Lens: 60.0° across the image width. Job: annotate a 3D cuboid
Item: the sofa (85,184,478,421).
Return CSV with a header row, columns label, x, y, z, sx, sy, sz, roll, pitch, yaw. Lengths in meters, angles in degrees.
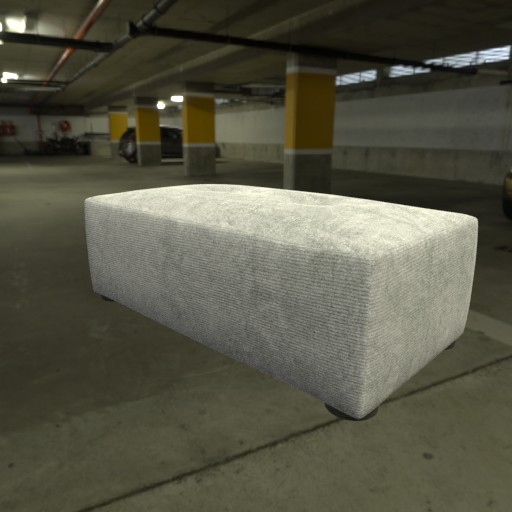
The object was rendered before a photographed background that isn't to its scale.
label,x,y,z,sx,sy,sz,roll,pitch,yaw
sofa,0.000,0.000,1.140,0.930,0.330,0.480,14,20,42
